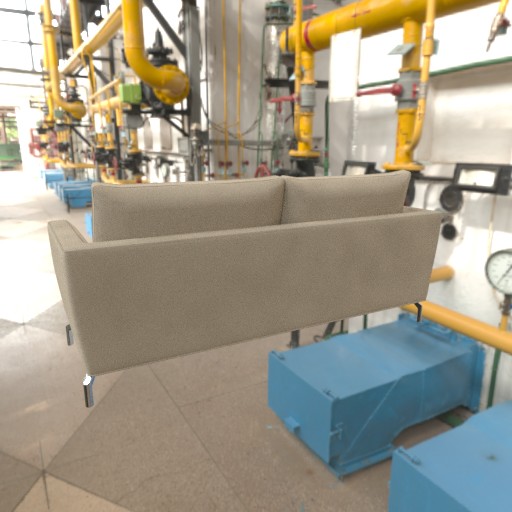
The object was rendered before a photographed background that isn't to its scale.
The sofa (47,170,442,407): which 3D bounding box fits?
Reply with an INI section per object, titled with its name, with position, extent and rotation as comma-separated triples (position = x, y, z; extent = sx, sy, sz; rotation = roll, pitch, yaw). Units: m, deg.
[sofa]
position = 0.000, 0.000, 2.690
extent = 2.214, 1.005, 0.868
rotation = -7, 16, -27
